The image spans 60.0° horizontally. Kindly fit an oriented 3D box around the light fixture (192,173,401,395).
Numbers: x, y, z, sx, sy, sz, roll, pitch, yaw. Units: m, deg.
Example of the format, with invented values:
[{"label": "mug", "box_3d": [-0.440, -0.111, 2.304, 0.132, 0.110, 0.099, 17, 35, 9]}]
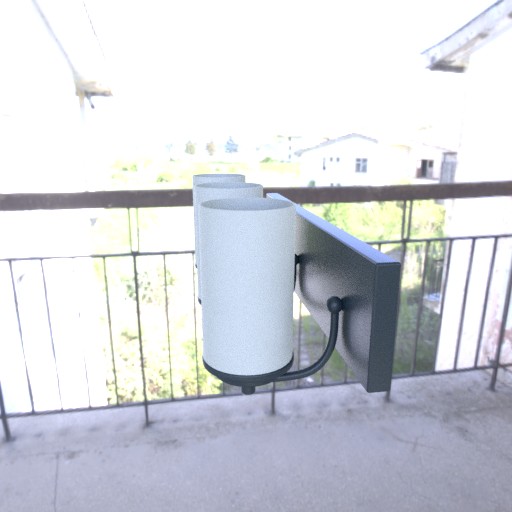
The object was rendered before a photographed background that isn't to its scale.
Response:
[{"label": "light fixture", "box_3d": [0.000, 0.000, 0.539, 0.145, 0.172, 0.451, -2, 15, -9]}]
